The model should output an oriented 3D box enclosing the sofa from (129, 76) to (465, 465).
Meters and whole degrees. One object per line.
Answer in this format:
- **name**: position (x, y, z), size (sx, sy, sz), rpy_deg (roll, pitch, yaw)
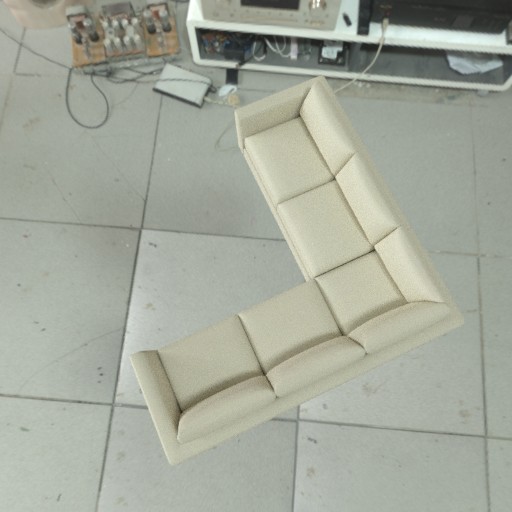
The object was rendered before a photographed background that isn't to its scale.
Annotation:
- **sofa**: position (0.000, 0.000, 3.776), size (2.448, 0.867, 2.430), rpy_deg (-24, 77, -6)
